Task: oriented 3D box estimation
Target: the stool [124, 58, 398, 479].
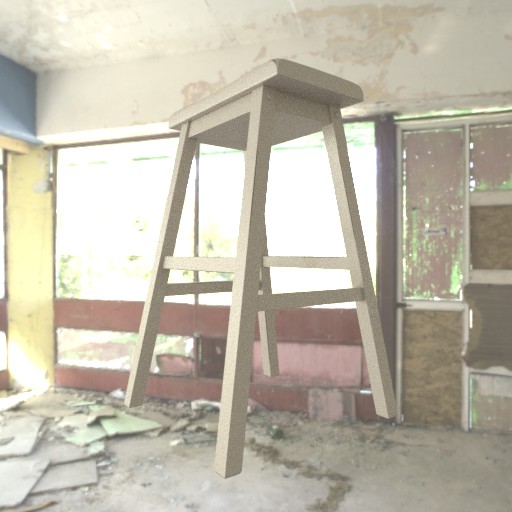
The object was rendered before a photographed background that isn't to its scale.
[{"bbox_3d":[0.000,0.000,1.059,0.476,0.737,0.457,0,1,-37],"label":"stool"}]
